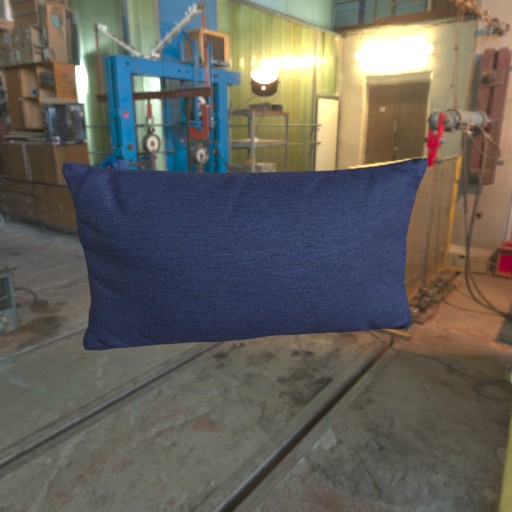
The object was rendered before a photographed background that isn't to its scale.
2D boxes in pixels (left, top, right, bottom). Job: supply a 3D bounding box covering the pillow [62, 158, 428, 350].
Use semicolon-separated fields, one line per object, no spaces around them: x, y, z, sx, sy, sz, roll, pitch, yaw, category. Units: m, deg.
0.000;0.000;0.797;0.633;0.338;0.210;-2;17;-8;pillow
